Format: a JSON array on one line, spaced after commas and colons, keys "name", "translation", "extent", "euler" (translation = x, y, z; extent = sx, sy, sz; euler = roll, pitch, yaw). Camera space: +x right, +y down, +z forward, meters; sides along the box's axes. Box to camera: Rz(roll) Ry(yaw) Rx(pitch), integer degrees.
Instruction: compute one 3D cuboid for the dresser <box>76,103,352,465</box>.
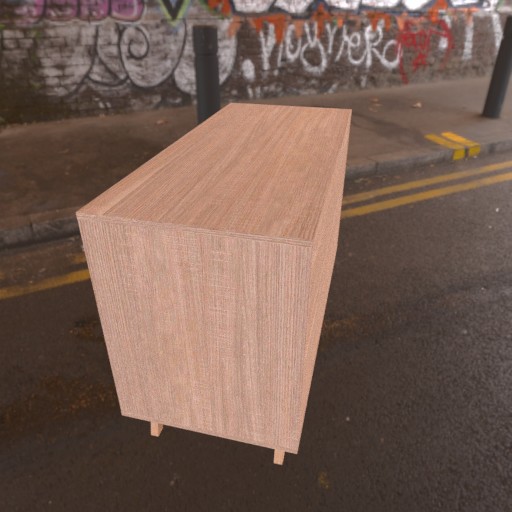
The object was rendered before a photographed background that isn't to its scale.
[{"name": "dresser", "translation": [0.000, 0.000, 1.538], "extent": [0.500, 0.780, 1.110], "euler": [7, 31, 12]}]
